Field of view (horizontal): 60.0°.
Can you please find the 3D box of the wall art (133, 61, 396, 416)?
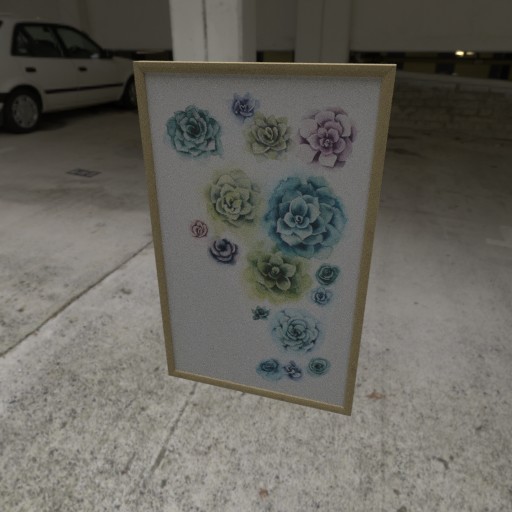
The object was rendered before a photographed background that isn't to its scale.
[{"bbox_3d":[0.000,0.000,1.013,0.510,0.810,0.039,8,27,16],"label":"wall art"}]
